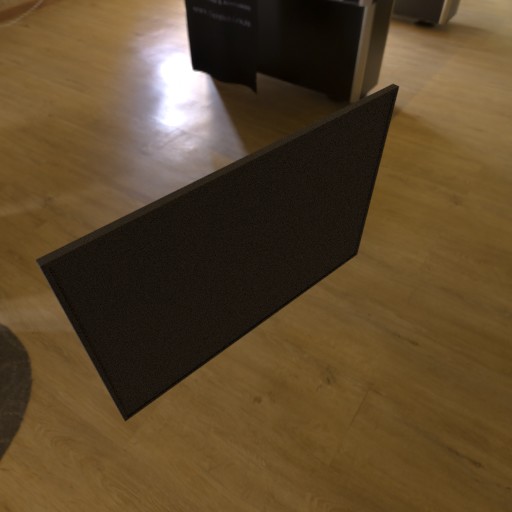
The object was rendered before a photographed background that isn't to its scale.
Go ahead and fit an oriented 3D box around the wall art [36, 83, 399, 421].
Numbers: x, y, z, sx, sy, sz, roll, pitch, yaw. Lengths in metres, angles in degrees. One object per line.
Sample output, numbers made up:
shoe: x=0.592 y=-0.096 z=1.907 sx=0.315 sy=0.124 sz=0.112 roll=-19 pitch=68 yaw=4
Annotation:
wall art: x=0.000 y=0.000 z=1.475 sx=1.190 sy=0.805 sz=0.028 roll=-32 pitch=55 yaw=-26
